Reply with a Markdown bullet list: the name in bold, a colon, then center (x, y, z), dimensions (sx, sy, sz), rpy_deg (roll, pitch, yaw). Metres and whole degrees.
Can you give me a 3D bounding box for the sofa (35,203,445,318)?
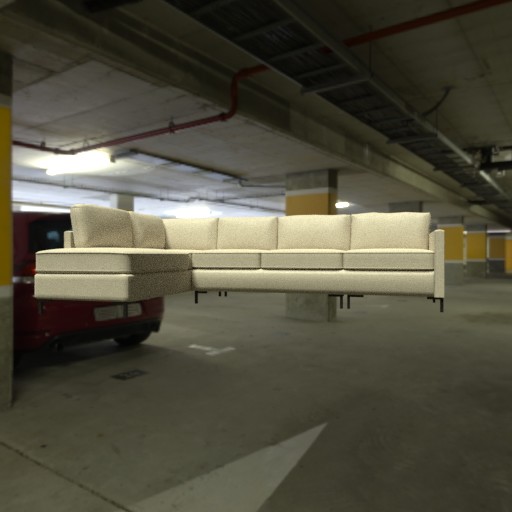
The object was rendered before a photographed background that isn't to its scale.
- **sofa**: center (0.000, 0.000, 4.271), dimensions (3.384, 0.996, 2.048), rpy_deg (0, 0, 18)
